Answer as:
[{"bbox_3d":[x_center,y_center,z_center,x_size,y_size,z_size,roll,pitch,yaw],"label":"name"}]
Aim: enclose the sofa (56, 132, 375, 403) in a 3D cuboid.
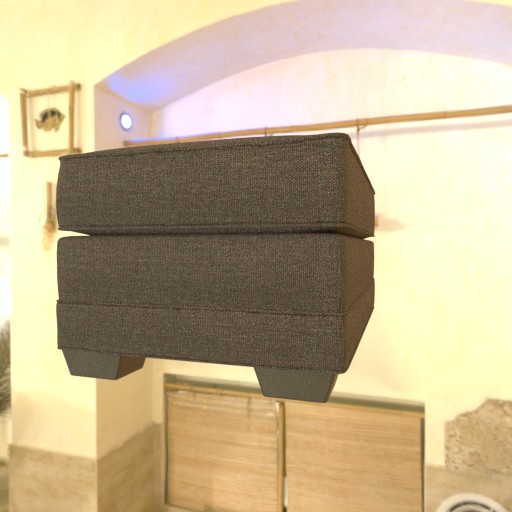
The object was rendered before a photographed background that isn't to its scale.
[{"bbox_3d":[0.000,0.000,1.178,0.578,0.457,0.854,0,1,18],"label":"sofa"}]
